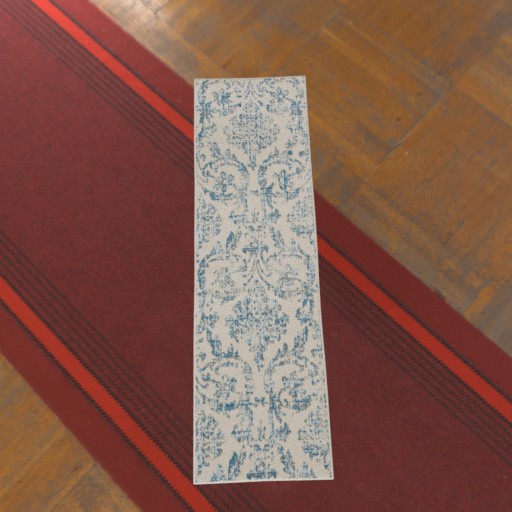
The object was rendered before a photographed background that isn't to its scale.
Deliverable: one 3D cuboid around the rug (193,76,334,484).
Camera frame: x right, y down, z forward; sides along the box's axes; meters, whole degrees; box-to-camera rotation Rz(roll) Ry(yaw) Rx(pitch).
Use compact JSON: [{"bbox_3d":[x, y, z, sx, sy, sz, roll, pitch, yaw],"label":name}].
[{"bbox_3d":[0.000,0.000,2.359,0.662,0.011,2.196,-2,75,0],"label":"rug"}]
